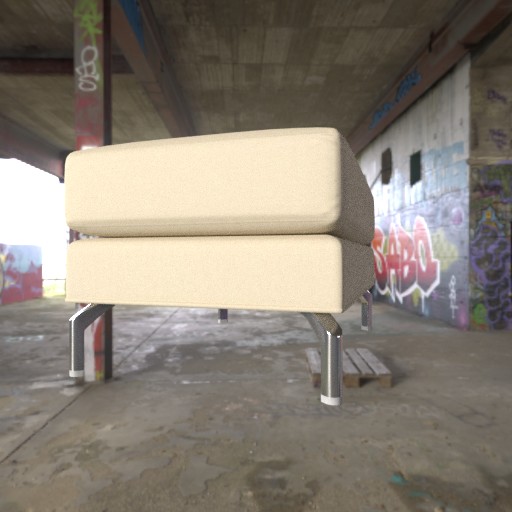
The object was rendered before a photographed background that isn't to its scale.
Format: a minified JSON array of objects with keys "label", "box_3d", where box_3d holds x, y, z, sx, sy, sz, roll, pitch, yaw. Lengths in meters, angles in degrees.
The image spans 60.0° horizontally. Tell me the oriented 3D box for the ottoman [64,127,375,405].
[{"label":"ottoman","box_3d":[0.000,0.000,1.205,0.581,0.497,0.835,0,0,18]}]
